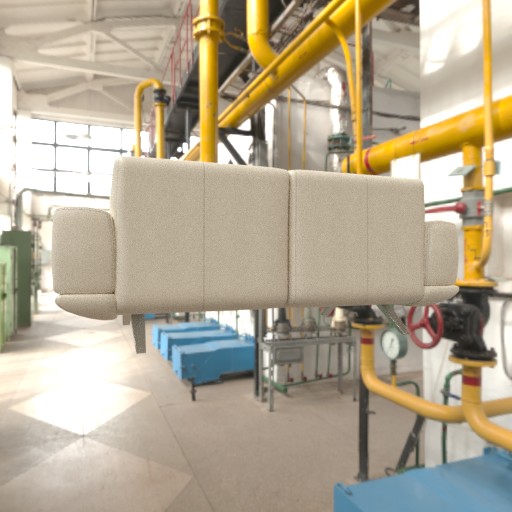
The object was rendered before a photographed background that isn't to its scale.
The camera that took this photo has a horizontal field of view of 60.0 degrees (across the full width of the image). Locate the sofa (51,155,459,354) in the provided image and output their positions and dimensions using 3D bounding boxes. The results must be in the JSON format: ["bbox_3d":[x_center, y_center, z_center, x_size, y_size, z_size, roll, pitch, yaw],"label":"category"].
[{"bbox_3d":[0.000,0.000,2.337,1.901,0.772,0.900,0,-1,-20],"label":"sofa"}]
